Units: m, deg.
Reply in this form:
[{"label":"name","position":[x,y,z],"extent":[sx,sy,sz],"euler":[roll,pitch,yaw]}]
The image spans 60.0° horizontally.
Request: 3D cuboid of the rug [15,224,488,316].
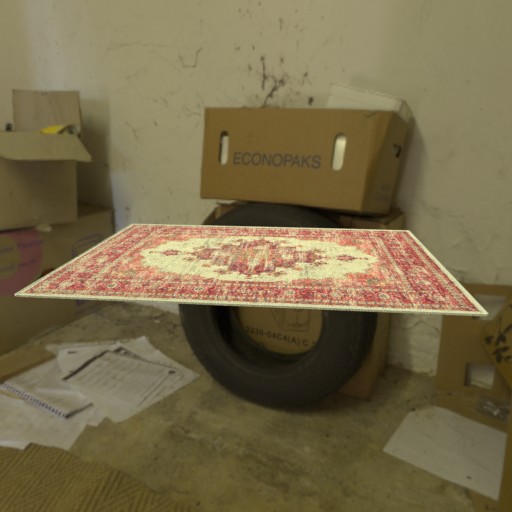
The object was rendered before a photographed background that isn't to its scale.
[{"label":"rug","position":[0.000,0.000,2.195],"extent":[1.747,0.011,1.217],"euler":[2,17,6]}]
